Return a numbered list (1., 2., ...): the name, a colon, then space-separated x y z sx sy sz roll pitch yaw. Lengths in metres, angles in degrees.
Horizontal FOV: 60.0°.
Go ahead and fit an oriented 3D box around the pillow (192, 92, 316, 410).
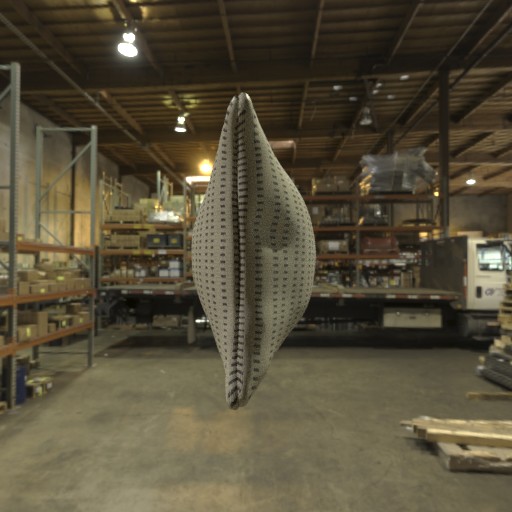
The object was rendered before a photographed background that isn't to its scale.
1. pillow: 0.000 0.000 0.803 0.210 0.353 0.640 0 -1 2
